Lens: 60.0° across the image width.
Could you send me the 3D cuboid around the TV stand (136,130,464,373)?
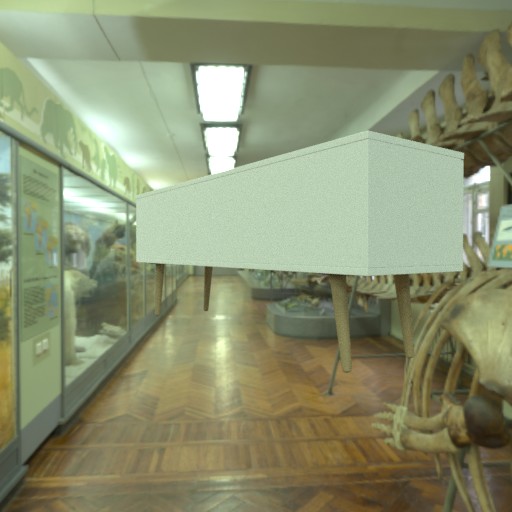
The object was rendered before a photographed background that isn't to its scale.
[{"bbox_3d":[0.000,0.000,1.646,0.401,0.560,1.398,-1,1,-35],"label":"TV stand"}]
